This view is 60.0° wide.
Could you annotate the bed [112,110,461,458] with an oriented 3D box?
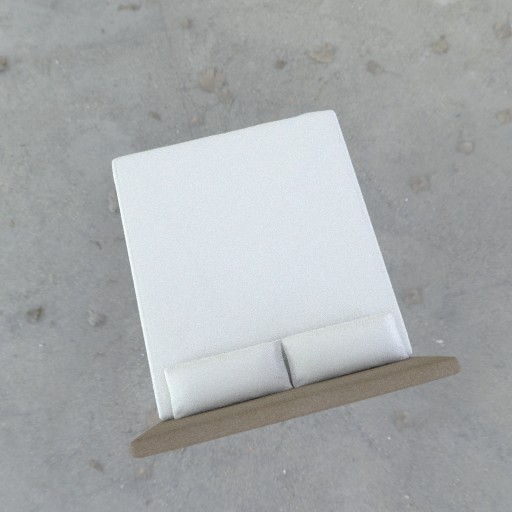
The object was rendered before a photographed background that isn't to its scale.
[{"bbox_3d":[0.000,0.000,3.498,2.119,1.317,2.341,-14,77,-3],"label":"bed"}]
